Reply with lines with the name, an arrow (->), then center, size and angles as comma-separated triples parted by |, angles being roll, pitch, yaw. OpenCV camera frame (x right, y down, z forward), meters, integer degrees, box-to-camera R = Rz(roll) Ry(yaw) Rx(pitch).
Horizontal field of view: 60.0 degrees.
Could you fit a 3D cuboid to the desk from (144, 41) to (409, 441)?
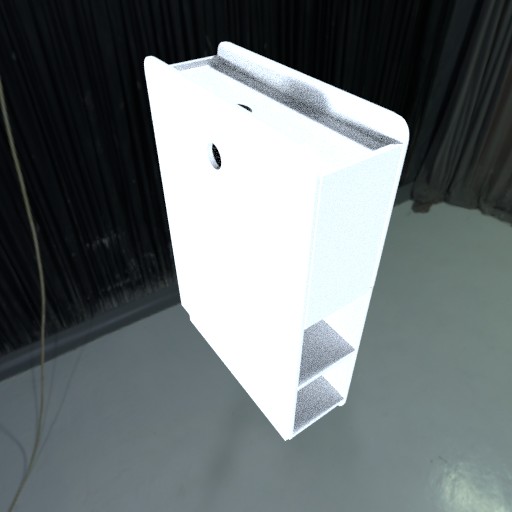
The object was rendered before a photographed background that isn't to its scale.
desk -> 0.000, 0.000, 1.533 | 0.278, 1.190, 0.795 | -25, 46, -26
